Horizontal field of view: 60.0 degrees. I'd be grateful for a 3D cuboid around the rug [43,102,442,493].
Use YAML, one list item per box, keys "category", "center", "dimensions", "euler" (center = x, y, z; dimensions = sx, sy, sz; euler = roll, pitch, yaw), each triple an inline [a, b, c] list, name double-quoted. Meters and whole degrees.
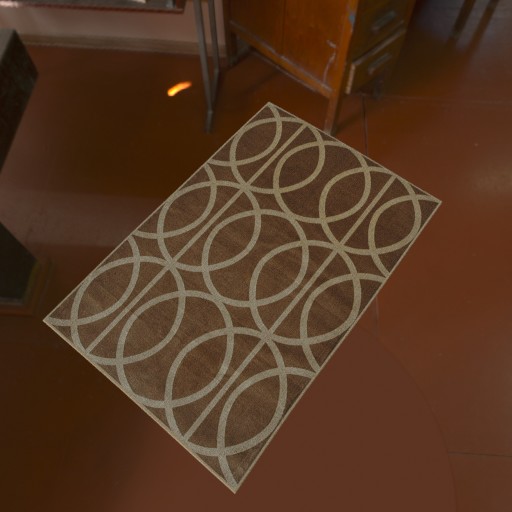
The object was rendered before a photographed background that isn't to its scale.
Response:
- category: "rug"
  center: [0.000, 0.000, 2.894]
  dimensions: [1.526, 0.014, 2.290]
  euler: [35, 69, 16]
